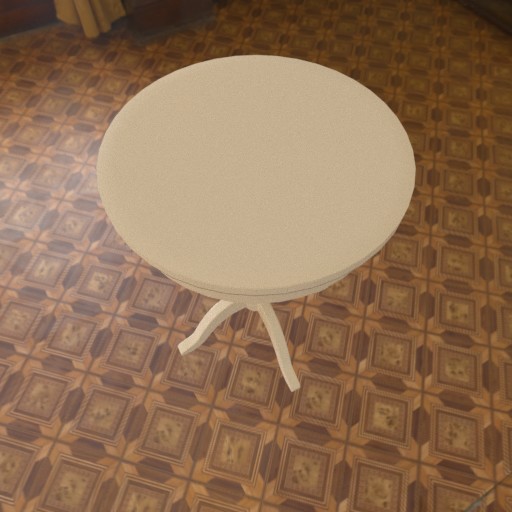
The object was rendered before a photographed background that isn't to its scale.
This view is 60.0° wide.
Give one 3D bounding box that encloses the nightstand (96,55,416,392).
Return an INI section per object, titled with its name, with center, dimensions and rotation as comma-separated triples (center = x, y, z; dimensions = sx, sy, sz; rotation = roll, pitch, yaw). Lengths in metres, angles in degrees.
[nightstand]
center = 0.000, 0.000, 1.000
dimensions = 0.513, 0.653, 0.513
rotation = -15, 59, -9
